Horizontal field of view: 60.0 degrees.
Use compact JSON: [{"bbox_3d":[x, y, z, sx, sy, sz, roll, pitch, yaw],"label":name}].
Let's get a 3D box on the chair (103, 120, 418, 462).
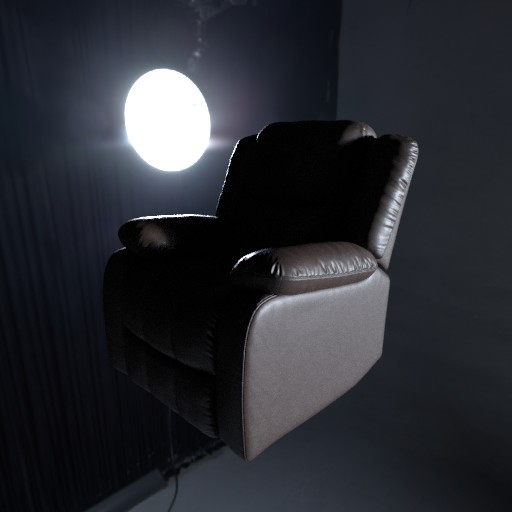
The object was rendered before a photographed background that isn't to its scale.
[{"bbox_3d":[0.000,0.000,1.699,0.899,1.009,0.934,15,21,43],"label":"chair"}]
